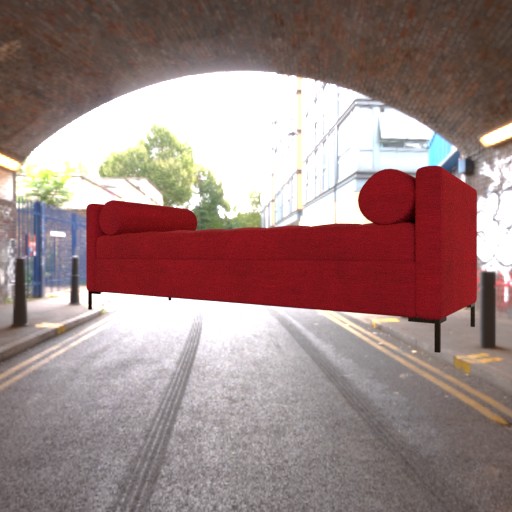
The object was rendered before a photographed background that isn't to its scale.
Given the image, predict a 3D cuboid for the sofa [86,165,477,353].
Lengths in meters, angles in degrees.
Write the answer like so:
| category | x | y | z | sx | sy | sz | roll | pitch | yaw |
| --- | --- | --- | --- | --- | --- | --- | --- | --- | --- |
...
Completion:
| category | x | y | z | sx | sy | sz | roll | pitch | yaw |
| --- | --- | --- | --- | --- | --- | --- | --- | --- | --- |
| sofa | 0.000 | 0.000 | 2.305 | 1.981 | 0.635 | 0.686 | 0 | 0 | 36 |
